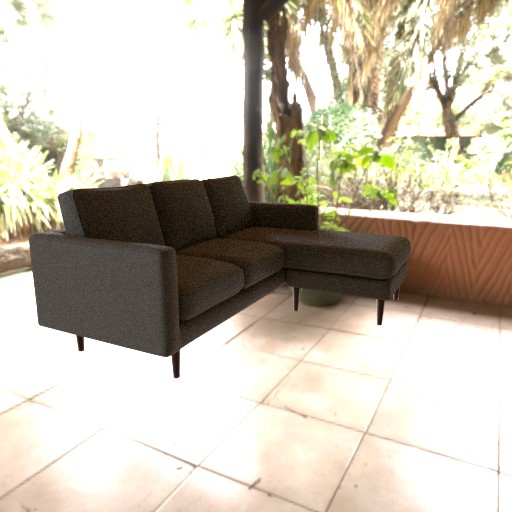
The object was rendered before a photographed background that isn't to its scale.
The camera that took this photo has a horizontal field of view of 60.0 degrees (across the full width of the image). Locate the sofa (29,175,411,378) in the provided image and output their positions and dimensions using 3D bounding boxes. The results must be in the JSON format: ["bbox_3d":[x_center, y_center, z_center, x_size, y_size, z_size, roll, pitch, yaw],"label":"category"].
[{"bbox_3d":[0.000,0.000,2.909,1.667,0.957,2.055,7,14,27],"label":"sofa"}]
